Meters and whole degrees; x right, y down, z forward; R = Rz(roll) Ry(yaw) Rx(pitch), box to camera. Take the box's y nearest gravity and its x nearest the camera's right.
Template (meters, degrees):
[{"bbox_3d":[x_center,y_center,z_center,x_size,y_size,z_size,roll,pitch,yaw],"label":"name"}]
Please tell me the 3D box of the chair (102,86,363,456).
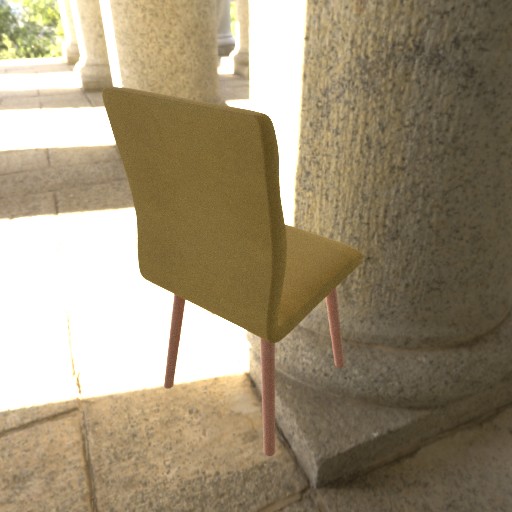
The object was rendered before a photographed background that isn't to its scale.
[{"bbox_3d":[0.000,0.000,1.287,0.450,0.965,0.550,21,37,31],"label":"chair"}]
